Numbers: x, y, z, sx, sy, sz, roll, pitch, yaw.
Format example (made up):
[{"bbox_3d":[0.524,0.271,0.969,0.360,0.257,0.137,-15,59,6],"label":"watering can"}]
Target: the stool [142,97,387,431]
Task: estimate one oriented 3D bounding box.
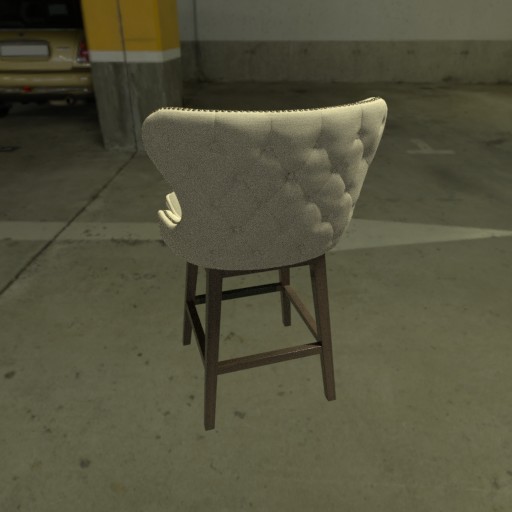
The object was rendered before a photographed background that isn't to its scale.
[{"bbox_3d":[0.000,0.000,1.379,0.615,0.972,0.597,-8,29,-15],"label":"stool"}]
